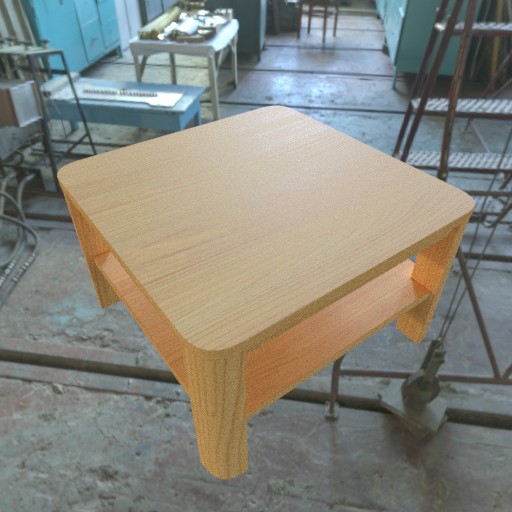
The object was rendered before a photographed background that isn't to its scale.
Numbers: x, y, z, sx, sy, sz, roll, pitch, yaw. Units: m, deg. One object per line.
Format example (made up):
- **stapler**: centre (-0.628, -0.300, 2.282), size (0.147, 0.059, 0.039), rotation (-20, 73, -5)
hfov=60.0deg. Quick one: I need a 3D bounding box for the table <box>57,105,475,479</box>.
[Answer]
- **table**: centre (0.000, 0.000, 1.211), size (0.750, 0.450, 0.750), rotation (-25, 46, -27)
